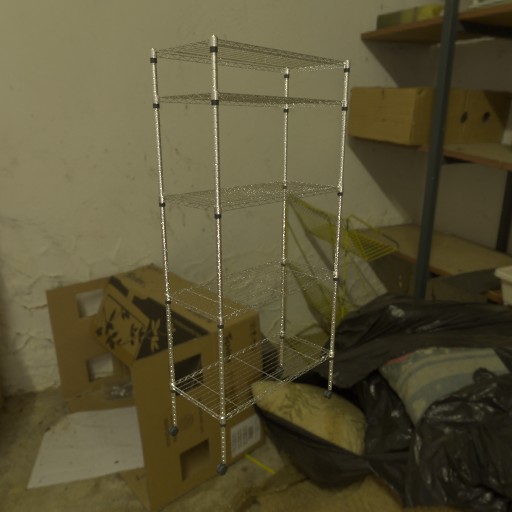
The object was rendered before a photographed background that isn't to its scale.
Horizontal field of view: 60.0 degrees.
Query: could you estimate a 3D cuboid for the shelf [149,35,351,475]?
[{"bbox_3d":[0.000,0.000,1.902,0.356,1.587,0.762,15,22,42],"label":"shelf"}]
